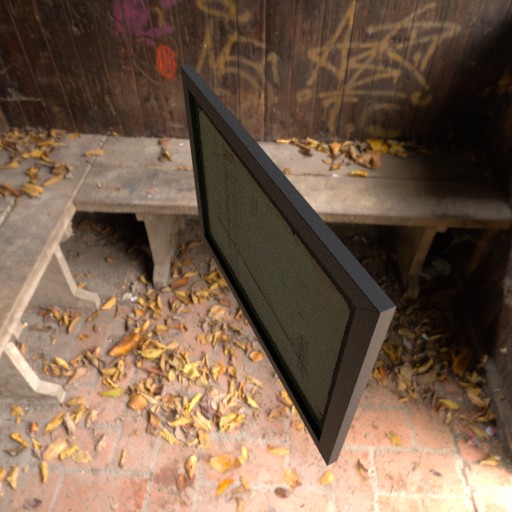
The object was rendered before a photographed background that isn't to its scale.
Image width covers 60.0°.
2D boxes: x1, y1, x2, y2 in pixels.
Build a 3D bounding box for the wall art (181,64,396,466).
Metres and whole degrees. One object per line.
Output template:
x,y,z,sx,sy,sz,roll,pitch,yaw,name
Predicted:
0.000,0.000,0.552,0.016,0.306,0.432,-19,49,-17,wall art
